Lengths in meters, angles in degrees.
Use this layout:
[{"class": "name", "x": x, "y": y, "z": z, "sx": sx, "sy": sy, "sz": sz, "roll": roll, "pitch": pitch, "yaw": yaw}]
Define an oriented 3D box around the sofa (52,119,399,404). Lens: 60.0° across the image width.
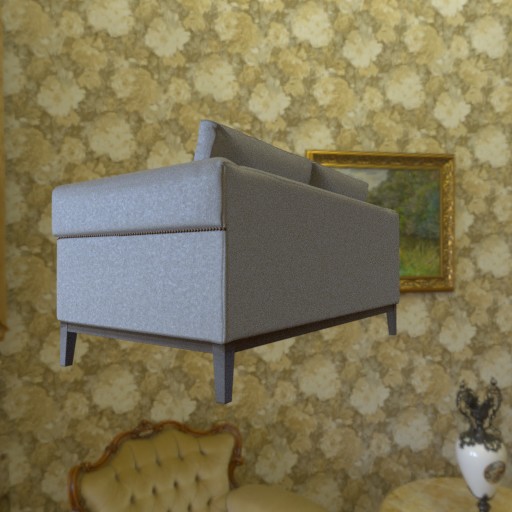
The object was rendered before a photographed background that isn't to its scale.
[{"class": "sofa", "x": 0.000, "y": 0.000, "z": 2.134, "sx": 0.899, "sy": 0.873, "sz": 1.598, "roll": -1, "pitch": -1, "yaw": 35}]
